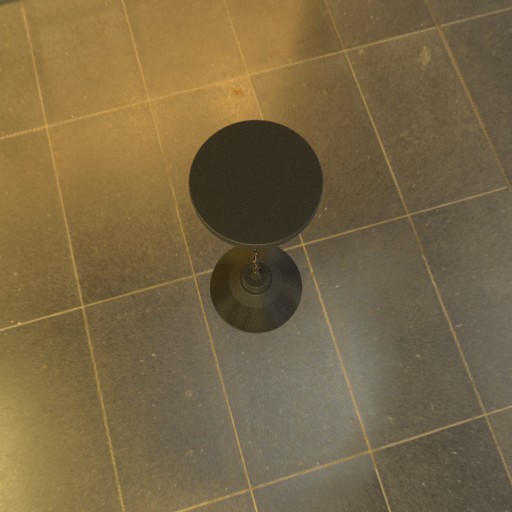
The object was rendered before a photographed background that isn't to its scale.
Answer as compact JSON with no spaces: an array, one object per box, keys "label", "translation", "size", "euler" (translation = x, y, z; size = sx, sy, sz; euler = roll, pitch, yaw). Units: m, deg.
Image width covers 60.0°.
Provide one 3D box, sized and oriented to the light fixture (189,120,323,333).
[{"label":"light fixture","translation":[0.000,0.000,0.680],"size":[0.201,0.588,0.201],"euler":[-35,79,-8]}]
